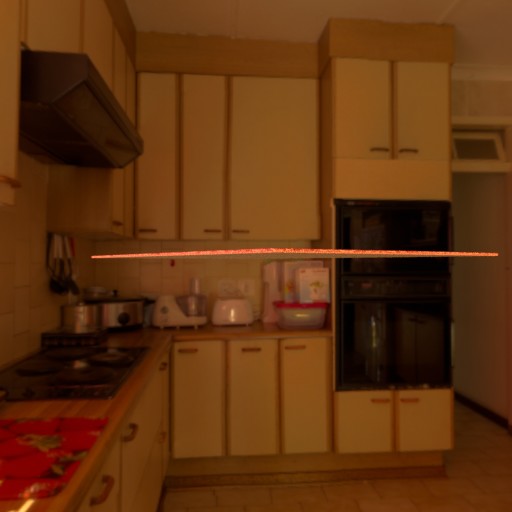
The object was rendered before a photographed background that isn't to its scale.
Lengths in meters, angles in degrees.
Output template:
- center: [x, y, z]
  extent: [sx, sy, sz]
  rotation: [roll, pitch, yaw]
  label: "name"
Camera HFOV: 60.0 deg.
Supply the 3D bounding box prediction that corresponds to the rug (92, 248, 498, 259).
- center: [0.000, 0.000, 2.979]
  extent: [1.524, 0.015, 2.438]
  rotation: [1, -1, -35]
  label: "rug"
